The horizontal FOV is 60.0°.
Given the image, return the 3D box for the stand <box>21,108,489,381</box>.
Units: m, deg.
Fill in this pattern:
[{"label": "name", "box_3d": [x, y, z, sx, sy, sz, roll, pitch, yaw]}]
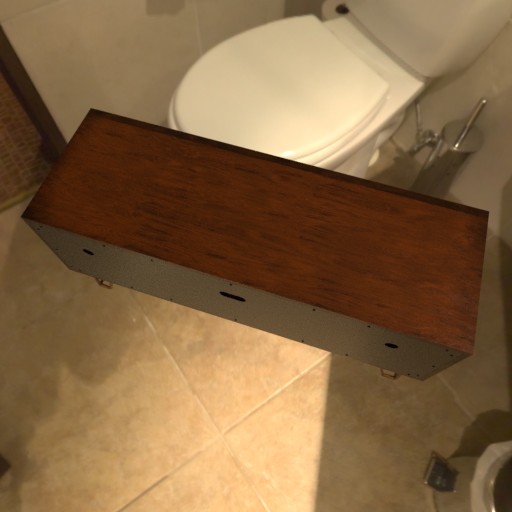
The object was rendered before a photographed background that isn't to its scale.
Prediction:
[{"label": "stand", "box_3d": [0.000, 0.000, 1.646, 1.372, 0.610, 0.481, 16, 65, 8]}]
